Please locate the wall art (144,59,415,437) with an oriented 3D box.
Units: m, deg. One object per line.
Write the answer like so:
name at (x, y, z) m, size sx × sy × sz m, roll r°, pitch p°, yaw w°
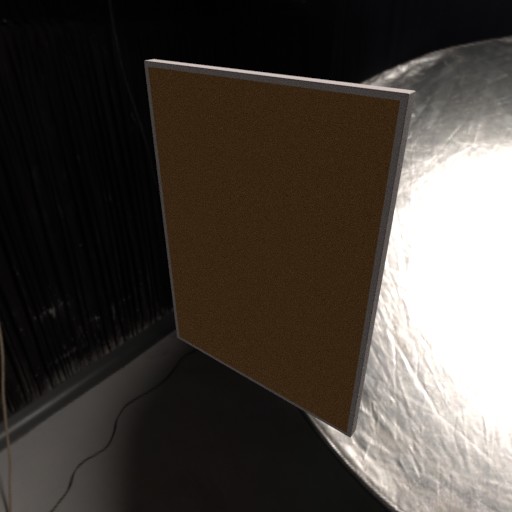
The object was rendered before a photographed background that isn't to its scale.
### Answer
wall art at (0.000, 0.000, 1.581) m, size 0.914 × 1.221 × 0.046 m, roll 21°, pitch 37°, yaw 31°
